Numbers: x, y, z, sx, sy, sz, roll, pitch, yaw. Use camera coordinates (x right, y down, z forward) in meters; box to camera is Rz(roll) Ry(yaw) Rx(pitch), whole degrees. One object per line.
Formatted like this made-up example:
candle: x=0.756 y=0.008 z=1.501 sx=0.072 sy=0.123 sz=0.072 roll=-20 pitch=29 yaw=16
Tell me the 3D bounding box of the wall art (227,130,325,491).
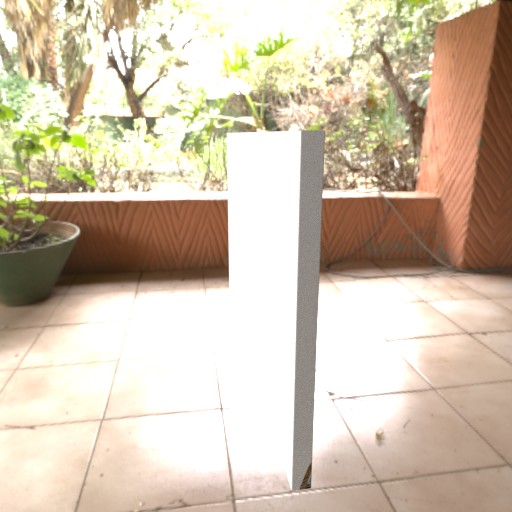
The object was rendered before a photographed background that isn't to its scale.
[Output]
wall art: x=0.000 y=0.000 z=1.117 sx=0.038 sy=0.601 sz=0.898 roll=-3 pitch=16 yaw=-10
